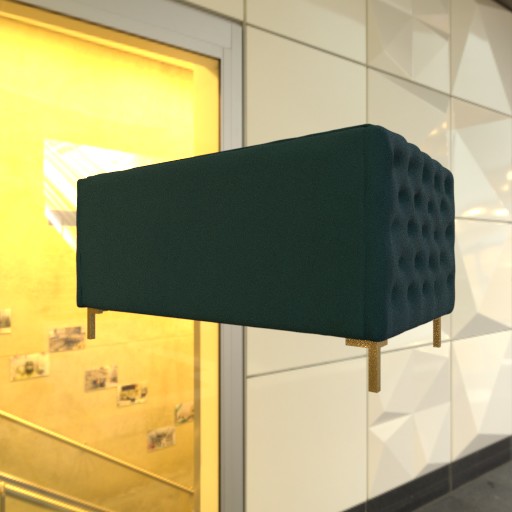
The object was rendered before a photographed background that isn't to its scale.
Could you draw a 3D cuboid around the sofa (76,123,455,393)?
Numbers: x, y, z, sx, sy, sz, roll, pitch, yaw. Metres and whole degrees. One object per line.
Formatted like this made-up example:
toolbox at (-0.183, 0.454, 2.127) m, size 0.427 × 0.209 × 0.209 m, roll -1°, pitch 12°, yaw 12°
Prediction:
sofa at (0.000, 0.000, 2.073) m, size 1.583 × 0.810 × 0.909 m, roll 0°, pitch 0°, yaw 36°
